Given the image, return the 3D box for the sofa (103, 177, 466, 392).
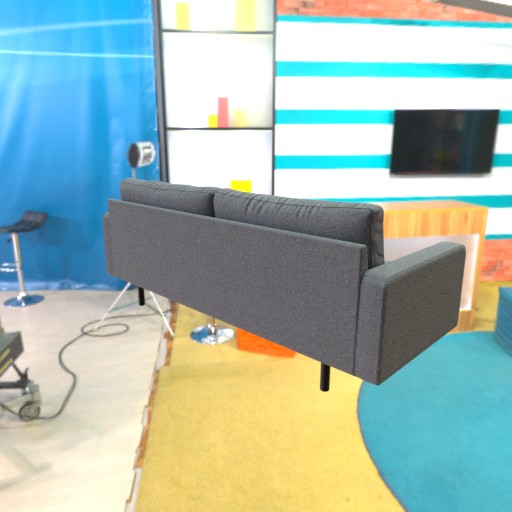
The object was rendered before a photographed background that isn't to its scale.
[{"bbox_3d":[0.000,0.000,2.736,2.200,0.880,0.880,14,20,42],"label":"sofa"}]
